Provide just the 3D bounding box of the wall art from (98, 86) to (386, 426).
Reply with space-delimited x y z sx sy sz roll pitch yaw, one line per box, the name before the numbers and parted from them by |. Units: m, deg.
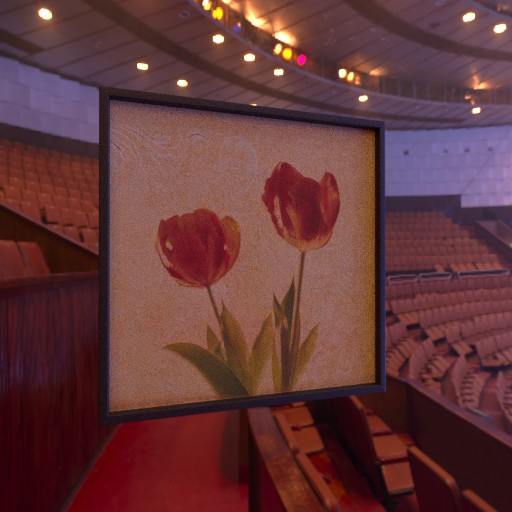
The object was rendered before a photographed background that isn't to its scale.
wall art | 0.000 0.000 1.204 0.805 0.807 0.043 0 0 -20
